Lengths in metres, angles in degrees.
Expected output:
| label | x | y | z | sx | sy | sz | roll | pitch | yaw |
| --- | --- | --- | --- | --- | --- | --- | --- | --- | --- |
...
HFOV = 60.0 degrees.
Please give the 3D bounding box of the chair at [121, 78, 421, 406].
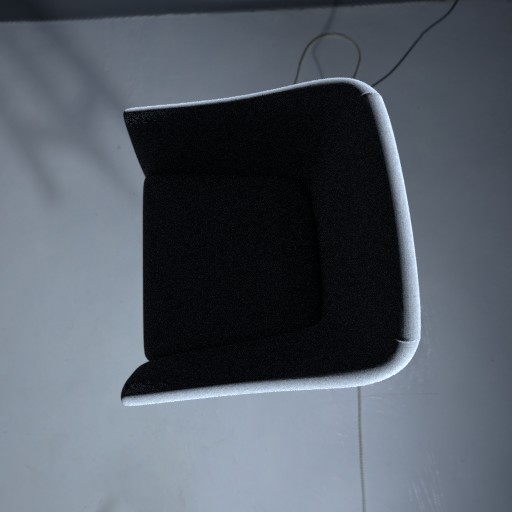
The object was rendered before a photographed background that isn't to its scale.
| label | x | y | z | sx | sy | sz | roll | pitch | yaw |
| --- | --- | --- | --- | --- | --- | --- | --- | --- | --- |
| chair | 0.000 | 0.000 | 1.338 | 0.700 | 0.720 | 0.790 | -4 | 75 | -1 |
